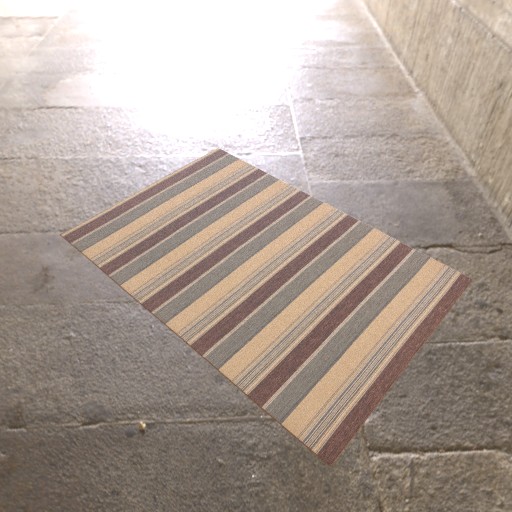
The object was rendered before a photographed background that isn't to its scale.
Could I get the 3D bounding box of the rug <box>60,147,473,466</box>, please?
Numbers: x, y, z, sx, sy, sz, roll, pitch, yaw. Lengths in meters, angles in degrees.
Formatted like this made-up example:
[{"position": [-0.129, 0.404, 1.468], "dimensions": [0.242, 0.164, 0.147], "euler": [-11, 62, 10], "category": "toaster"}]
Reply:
[{"position": [0.000, 0.000, 2.332], "dimensions": [1.829, 0.008, 1.219], "euler": [33, 54, 28], "category": "rug"}]
